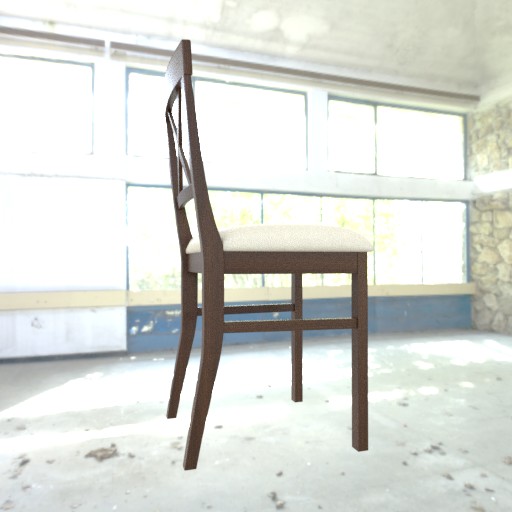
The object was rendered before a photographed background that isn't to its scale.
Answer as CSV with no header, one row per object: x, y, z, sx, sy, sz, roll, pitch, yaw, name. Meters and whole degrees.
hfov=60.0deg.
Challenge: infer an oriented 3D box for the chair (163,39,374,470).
0.000,0.000,1.178,0.480,0.913,0.440,0,-1,-18,chair
